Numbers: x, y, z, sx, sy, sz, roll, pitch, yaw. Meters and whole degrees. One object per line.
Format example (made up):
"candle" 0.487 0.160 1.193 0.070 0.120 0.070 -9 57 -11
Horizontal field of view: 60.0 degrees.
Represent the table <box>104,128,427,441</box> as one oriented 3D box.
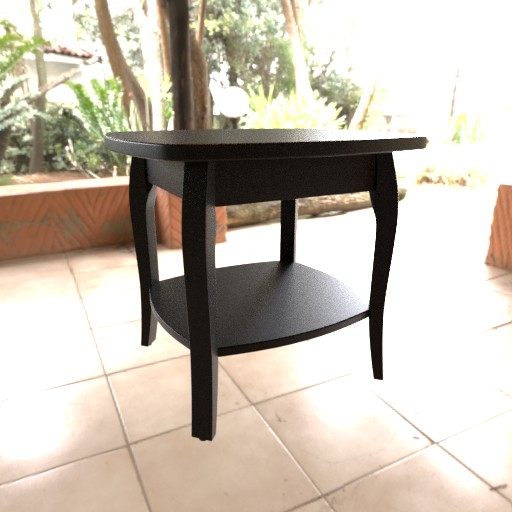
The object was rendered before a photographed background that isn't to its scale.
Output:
"table" 0.000 0.000 0.858 0.508 0.457 0.457 -9 20 -26
